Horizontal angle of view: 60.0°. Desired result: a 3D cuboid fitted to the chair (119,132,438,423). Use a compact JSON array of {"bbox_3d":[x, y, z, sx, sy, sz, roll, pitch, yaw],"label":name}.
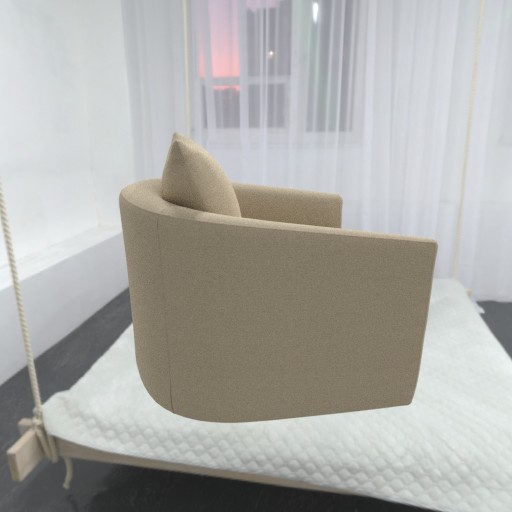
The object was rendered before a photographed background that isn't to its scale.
[{"bbox_3d":[0.000,0.000,1.597,0.910,0.848,0.845,-3,18,-9],"label":"chair"}]
